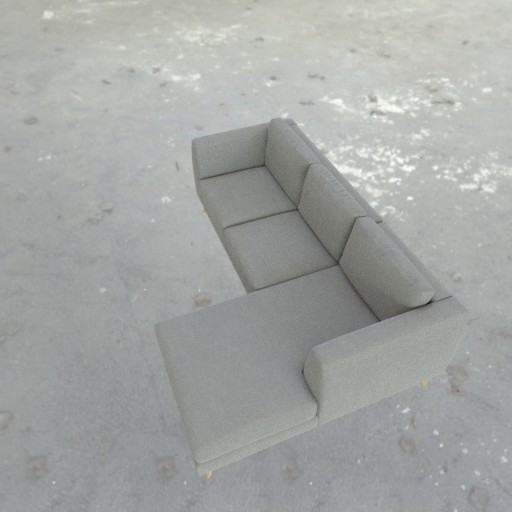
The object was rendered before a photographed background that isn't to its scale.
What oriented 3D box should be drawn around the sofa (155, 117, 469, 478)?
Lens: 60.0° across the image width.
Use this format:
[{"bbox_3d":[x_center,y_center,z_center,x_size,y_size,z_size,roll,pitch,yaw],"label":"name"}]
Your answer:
[{"bbox_3d":[0.000,0.000,3.052,1.580,0.860,2.300,-16,48,-15],"label":"sofa"}]
